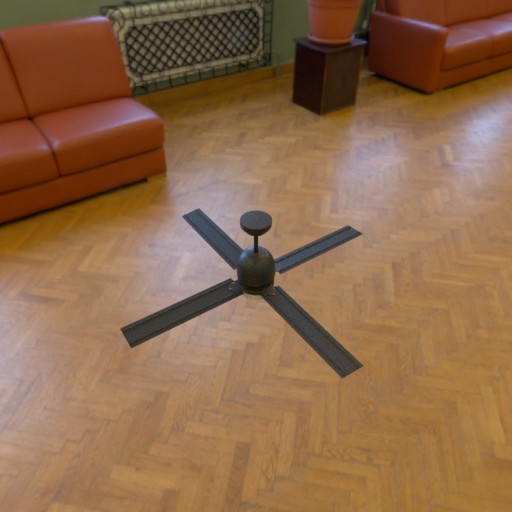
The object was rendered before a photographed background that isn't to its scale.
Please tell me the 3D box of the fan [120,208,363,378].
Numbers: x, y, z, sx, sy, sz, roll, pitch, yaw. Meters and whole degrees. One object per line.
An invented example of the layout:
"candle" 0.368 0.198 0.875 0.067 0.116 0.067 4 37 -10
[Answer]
"fan" 0.000 0.000 2.040 1.319 0.410 1.319 -25 46 -27
